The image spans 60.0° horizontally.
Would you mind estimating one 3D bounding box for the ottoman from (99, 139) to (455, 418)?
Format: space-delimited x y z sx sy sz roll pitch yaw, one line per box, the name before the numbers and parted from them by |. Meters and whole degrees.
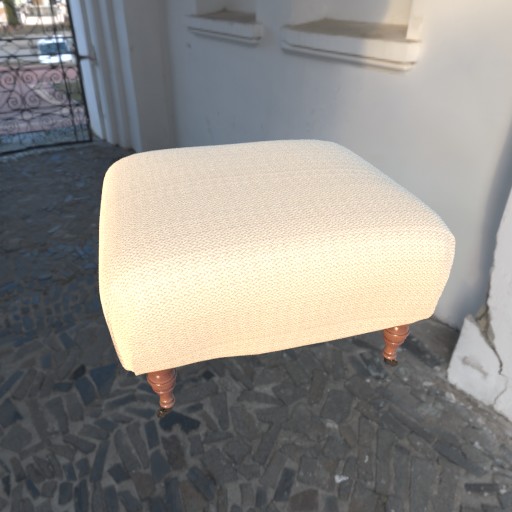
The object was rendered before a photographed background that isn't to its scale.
ottoman | 0.000 0.000 1.075 0.684 0.447 0.622 -8 33 -13
